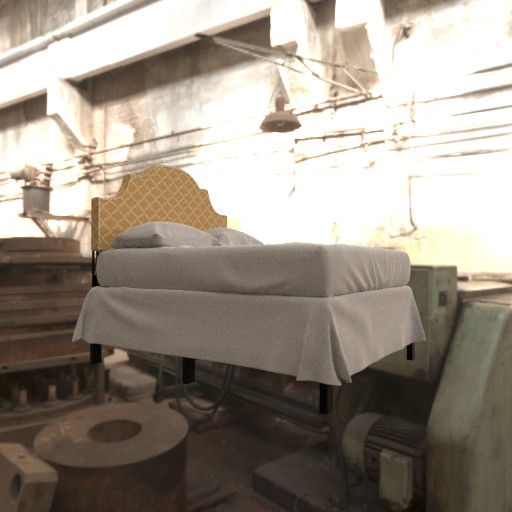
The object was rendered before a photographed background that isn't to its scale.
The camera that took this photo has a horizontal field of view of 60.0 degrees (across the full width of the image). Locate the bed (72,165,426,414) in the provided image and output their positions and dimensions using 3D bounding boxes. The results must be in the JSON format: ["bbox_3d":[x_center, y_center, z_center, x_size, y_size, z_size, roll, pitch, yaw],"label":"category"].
[{"bbox_3d":[0.000,0.000,3.460,2.222,1.633,1.780,-1,-1,35],"label":"bed"}]
